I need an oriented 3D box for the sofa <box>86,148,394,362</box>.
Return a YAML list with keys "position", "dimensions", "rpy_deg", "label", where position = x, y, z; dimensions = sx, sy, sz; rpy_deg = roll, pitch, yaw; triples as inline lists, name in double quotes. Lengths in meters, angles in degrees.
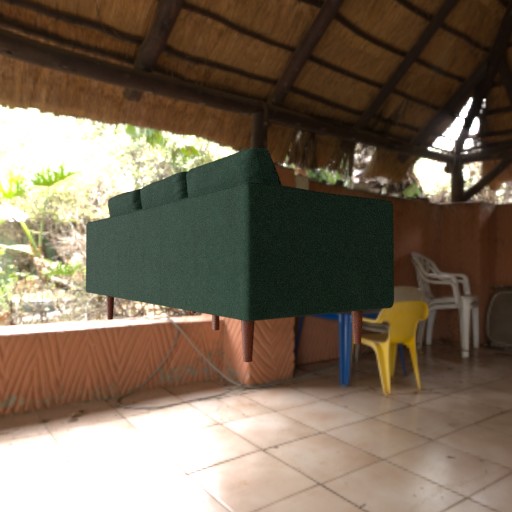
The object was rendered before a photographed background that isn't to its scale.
- position: [0.000, 0.000, 2.866]
  dimensions: [1.580, 0.899, 2.030]
  rpy_deg: [1, -1, -37]
  label: "sofa"
